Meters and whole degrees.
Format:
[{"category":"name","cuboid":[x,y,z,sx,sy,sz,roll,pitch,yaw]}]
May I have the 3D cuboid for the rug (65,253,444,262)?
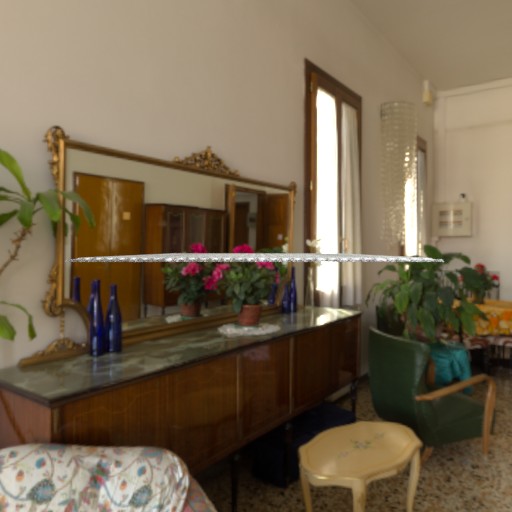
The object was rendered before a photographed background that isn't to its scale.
[{"category":"rug","cuboid":[0.000,0.000,2.364,1.243,0.013,1.872,0,1,0]}]
